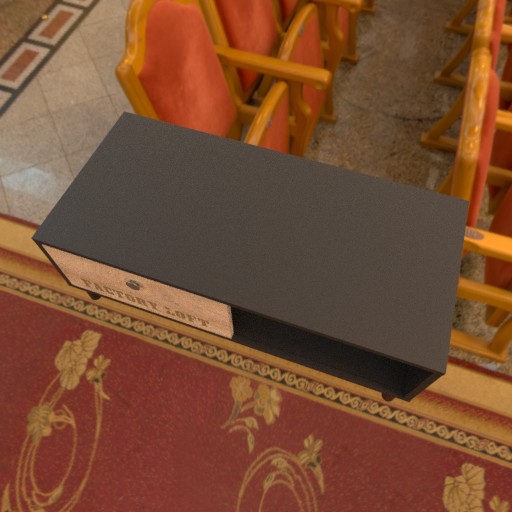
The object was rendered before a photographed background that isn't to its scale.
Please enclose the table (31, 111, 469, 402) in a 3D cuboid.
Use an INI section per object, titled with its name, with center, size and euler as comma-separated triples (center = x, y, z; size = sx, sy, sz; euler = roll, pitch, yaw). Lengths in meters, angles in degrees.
[table]
center = 0.000, 0.000, 1.399
size = 1.100, 0.400, 0.550
euler = 17, 61, 10
